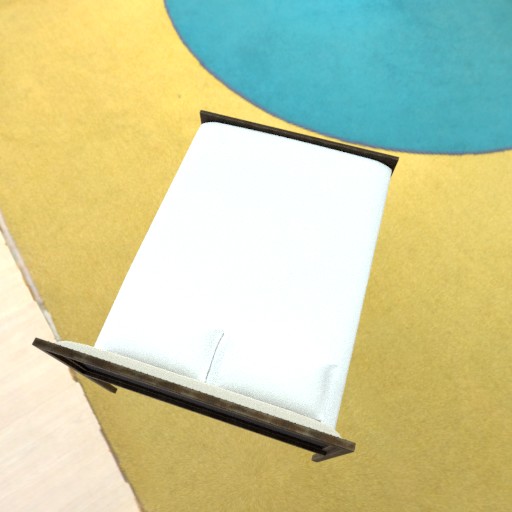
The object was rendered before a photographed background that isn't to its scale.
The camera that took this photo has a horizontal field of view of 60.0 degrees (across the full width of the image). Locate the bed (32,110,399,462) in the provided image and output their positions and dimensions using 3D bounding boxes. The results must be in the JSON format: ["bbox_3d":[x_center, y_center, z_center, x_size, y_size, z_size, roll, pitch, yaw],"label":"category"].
[{"bbox_3d":[0.000,0.000,3.126,1.607,1.313,2.221,16,64,8],"label":"bed"}]
